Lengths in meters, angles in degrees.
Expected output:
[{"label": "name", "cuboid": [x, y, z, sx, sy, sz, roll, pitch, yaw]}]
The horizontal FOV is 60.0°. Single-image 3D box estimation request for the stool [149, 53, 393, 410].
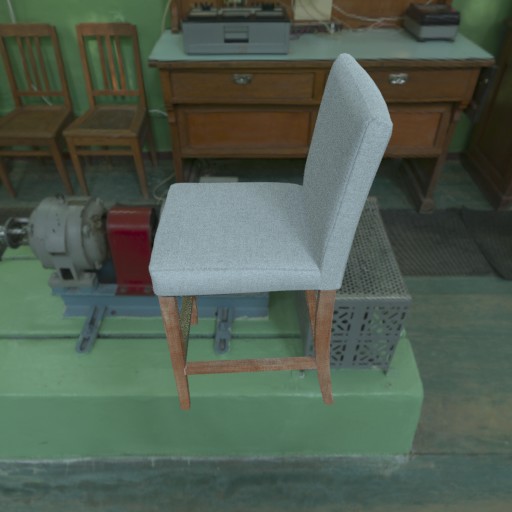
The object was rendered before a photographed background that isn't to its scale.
[{"label": "stool", "cuboid": [0.000, 0.000, 1.393, 0.570, 1.088, 0.439, -1, 41, -1]}]
